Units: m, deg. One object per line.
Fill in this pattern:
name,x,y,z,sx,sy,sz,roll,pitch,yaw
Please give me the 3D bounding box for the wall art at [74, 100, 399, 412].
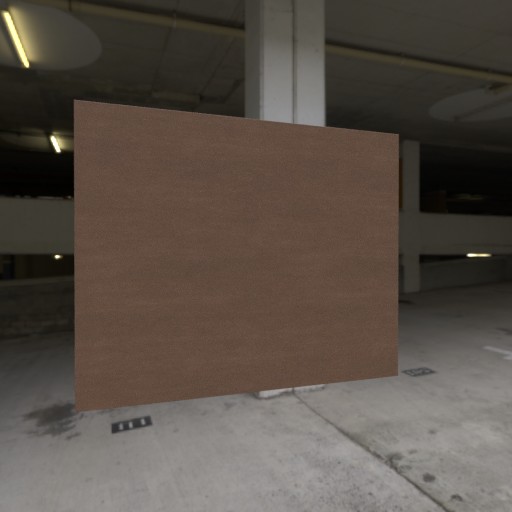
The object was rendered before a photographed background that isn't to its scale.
wall art,0.000,0.000,0.670,0.508,0.408,0.012,0,1,-20
